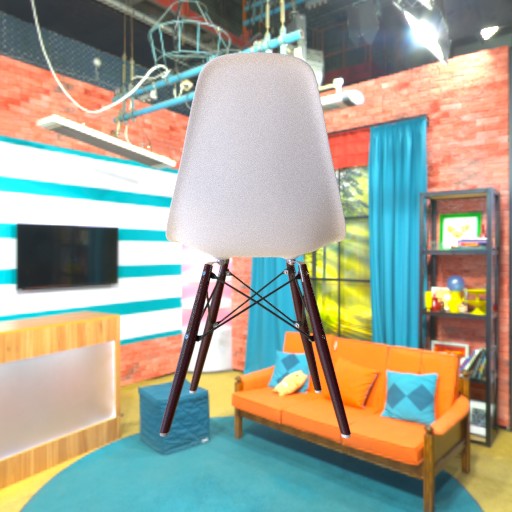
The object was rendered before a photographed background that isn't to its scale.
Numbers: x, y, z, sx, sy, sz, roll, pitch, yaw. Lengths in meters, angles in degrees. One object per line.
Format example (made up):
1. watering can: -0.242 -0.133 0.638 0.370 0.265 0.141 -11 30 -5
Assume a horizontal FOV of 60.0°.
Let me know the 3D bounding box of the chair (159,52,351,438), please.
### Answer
1. chair: 0.000 0.000 1.161 0.470 0.826 0.533 0 0 -1
